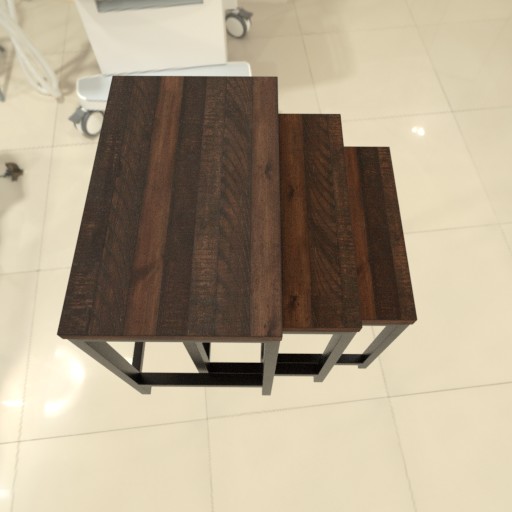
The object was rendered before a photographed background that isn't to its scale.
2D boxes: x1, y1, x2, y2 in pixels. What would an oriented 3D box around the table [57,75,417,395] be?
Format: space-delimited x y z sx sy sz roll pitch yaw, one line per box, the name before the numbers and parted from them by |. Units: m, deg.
table | 0.000 0.000 1.148 0.660 0.616 0.608 0 63 0
